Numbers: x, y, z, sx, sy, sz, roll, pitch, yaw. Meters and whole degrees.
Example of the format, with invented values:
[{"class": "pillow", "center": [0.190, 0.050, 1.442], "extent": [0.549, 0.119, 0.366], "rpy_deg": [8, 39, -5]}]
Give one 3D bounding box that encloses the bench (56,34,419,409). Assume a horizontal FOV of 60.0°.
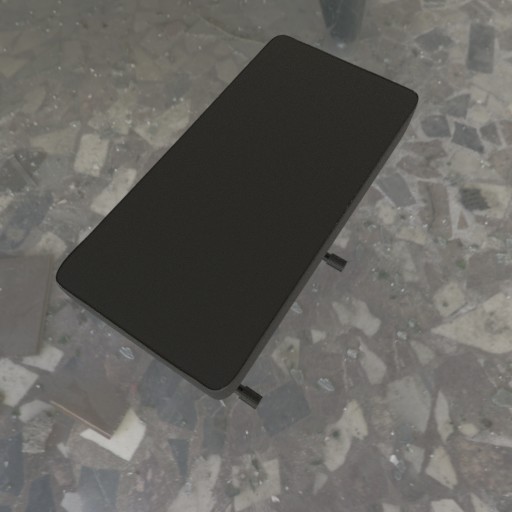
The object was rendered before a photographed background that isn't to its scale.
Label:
[{"class": "bench", "center": [0.000, 0.000, 0.933], "extent": [0.300, 0.561, 0.600], "rpy_deg": [31, 68, 14]}]
